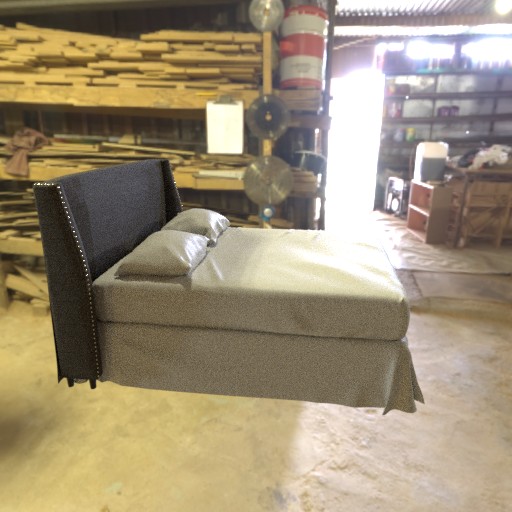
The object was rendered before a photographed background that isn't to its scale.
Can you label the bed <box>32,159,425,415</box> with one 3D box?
[{"bbox_3d":[0.000,0.000,3.387,2.276,1.332,1.925,2,17,8],"label":"bed"}]
